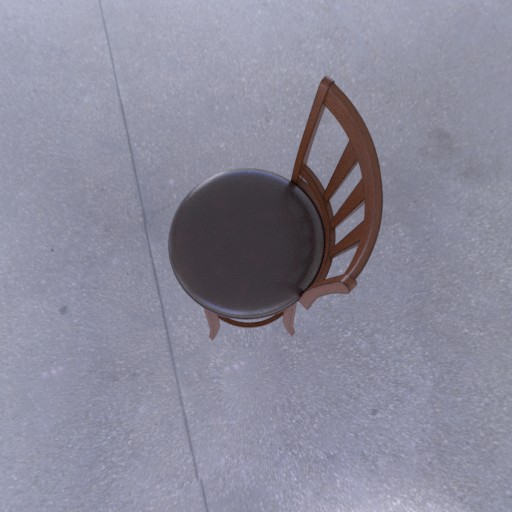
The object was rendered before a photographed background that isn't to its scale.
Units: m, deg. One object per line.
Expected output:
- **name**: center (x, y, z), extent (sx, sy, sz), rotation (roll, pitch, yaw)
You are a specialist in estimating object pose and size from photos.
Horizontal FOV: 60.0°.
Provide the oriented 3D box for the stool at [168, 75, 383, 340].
- **stool**: center (0.000, 0.000, 1.434), extent (0.503, 1.177, 0.464), rotation (-3, 75, -1)
